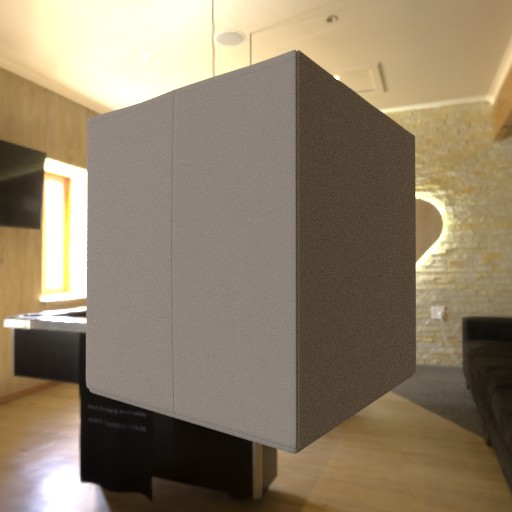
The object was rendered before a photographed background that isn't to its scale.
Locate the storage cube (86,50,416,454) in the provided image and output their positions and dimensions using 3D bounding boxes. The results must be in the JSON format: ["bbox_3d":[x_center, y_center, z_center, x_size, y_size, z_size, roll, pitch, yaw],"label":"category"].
[{"bbox_3d":[0.000,0.000,0.487,0.270,0.280,0.270,0,-1,36],"label":"storage cube"}]
